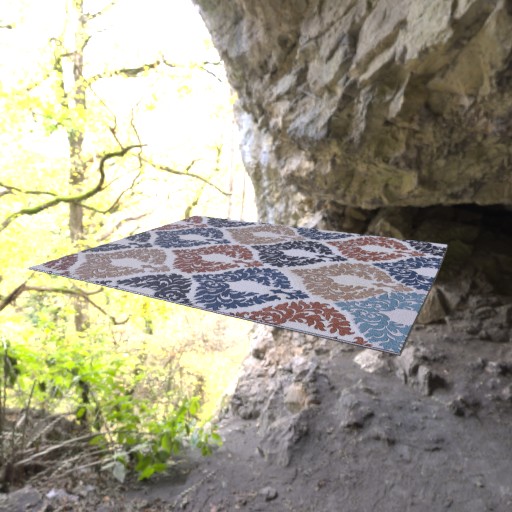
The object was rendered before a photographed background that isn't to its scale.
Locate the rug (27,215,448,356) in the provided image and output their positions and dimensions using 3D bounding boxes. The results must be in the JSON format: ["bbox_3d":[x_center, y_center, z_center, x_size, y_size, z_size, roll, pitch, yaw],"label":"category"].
[{"bbox_3d":[0.000,0.000,4.032,3.040,0.014,2.423,9,19,27],"label":"rug"}]
